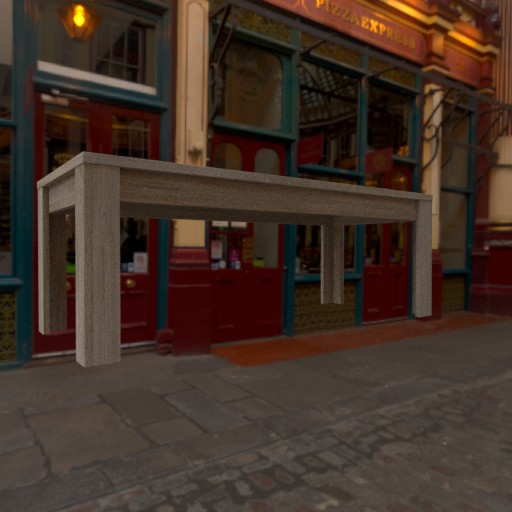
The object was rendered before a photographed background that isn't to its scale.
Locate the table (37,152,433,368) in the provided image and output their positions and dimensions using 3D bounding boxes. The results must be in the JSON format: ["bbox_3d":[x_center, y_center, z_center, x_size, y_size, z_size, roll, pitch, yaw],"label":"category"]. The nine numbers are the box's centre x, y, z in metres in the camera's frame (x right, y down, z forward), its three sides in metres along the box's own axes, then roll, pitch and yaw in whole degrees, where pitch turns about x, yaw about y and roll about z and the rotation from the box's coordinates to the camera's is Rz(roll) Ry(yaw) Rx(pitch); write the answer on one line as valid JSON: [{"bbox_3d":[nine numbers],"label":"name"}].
[{"bbox_3d":[0.000,0.000,2.625,2.200,0.790,0.900,-1,1,-36],"label":"table"}]
